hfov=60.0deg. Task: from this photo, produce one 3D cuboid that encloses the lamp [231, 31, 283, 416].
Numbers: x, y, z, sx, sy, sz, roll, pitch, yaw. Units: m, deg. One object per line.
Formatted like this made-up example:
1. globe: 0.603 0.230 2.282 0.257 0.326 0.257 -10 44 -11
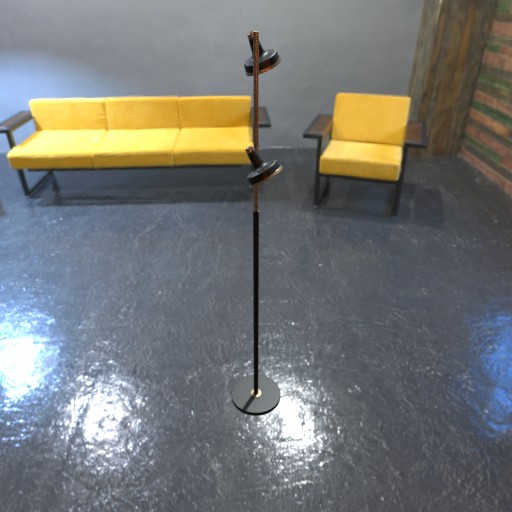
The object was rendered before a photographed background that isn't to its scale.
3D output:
1. lamp: 0.000 0.000 1.847 0.253 1.674 0.351 0 31 0
